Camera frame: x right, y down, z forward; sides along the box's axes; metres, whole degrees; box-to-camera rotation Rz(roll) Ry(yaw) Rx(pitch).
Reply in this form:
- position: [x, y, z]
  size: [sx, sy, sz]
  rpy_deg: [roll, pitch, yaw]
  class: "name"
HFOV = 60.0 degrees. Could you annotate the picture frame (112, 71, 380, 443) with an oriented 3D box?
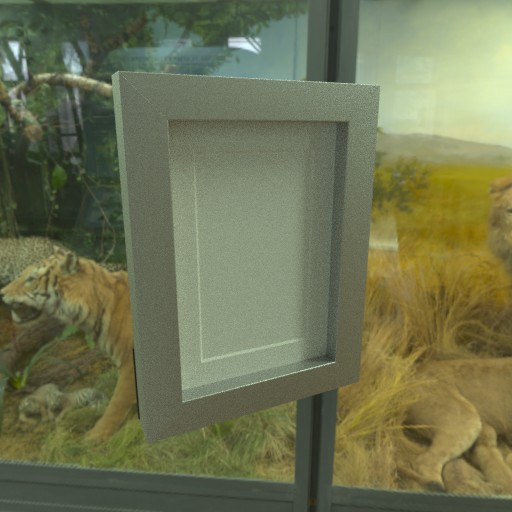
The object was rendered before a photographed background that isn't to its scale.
- position: [0.000, 0.000, 0.282]
  size: [0.157, 0.208, 0.028]
  rpy_deg: [-7, 17, -25]
  class: "picture frame"
